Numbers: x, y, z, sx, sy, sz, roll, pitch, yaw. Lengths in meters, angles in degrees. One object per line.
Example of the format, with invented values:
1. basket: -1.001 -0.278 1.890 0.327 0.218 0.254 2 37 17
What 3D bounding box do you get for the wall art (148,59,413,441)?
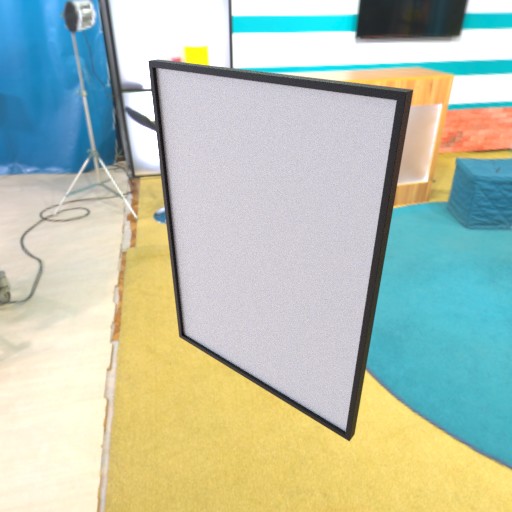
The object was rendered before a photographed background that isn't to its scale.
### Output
1. wall art: 0.000 0.000 1.384 0.802 1.070 0.036 22 37 33
